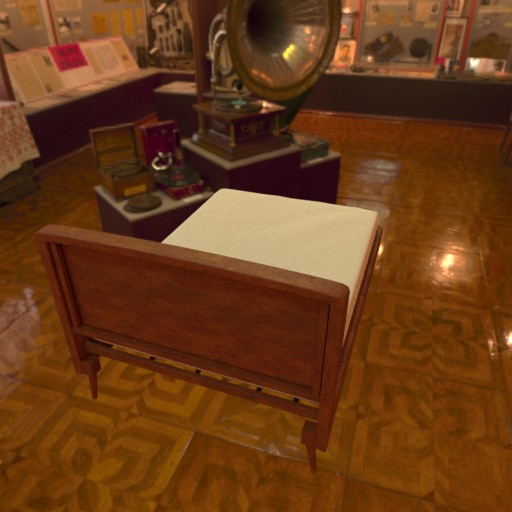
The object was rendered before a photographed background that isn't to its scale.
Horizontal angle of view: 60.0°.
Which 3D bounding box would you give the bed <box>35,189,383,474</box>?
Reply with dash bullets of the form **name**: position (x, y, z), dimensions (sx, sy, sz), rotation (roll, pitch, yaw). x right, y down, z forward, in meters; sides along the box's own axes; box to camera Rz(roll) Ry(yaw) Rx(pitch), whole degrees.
- **bed**: position (0.000, 0.000, 3.199), dimensions (1.587, 1.275, 2.196), rotation (11, 34, 17)
